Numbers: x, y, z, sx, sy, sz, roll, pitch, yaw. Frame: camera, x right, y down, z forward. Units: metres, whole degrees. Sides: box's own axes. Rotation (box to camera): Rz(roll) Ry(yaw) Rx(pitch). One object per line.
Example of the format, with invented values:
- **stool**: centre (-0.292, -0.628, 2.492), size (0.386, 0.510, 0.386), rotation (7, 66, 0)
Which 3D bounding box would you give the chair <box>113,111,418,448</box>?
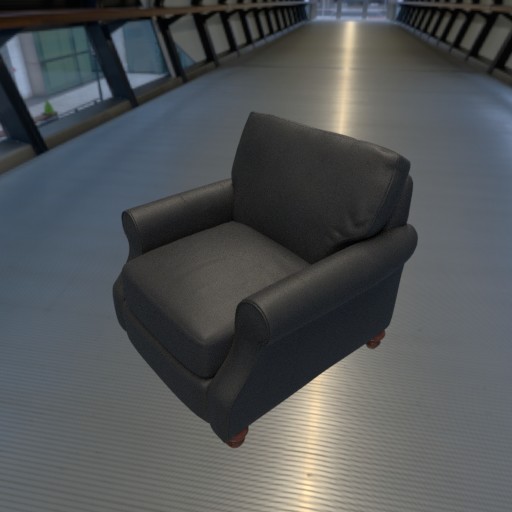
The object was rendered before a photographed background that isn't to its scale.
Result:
- **chair**: centre (0.000, 0.000, 1.824), size (1.027, 0.960, 1.015), rotation (-20, 36, -29)
